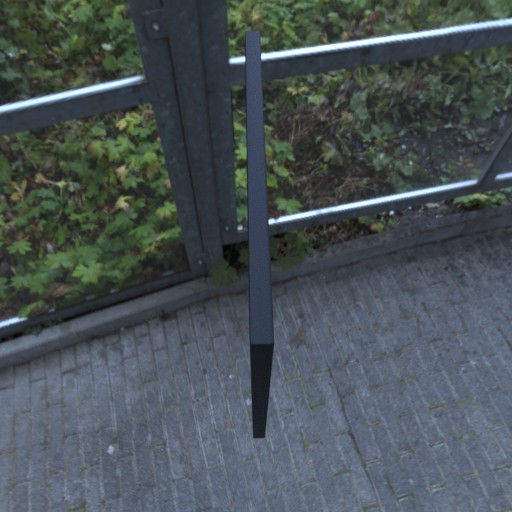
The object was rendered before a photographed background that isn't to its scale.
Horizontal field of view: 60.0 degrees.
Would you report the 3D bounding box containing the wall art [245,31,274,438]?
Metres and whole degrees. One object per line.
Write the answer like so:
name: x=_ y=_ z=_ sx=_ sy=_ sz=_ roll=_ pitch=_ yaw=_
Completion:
wall art: x=0.000 y=0.000 z=0.688 sx=0.022 sy=0.453 sz=0.456 roll=-1 pitch=58 yaw=-1
